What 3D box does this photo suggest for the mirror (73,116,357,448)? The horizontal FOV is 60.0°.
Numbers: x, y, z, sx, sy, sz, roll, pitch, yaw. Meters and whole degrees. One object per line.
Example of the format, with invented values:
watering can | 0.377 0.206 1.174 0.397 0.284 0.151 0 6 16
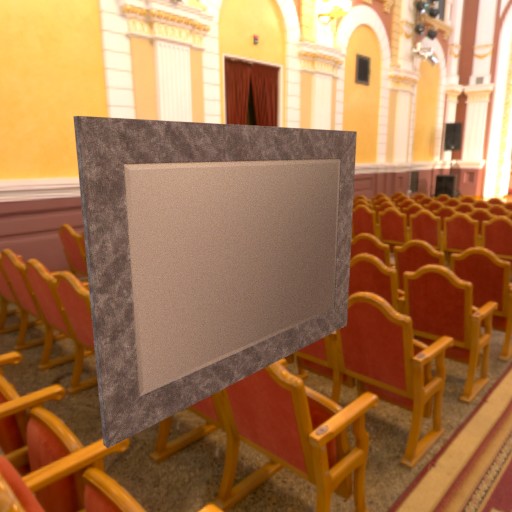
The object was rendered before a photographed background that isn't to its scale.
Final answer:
mirror | 0.000 0.000 1.412 0.022 0.795 1.101 12 18 42
